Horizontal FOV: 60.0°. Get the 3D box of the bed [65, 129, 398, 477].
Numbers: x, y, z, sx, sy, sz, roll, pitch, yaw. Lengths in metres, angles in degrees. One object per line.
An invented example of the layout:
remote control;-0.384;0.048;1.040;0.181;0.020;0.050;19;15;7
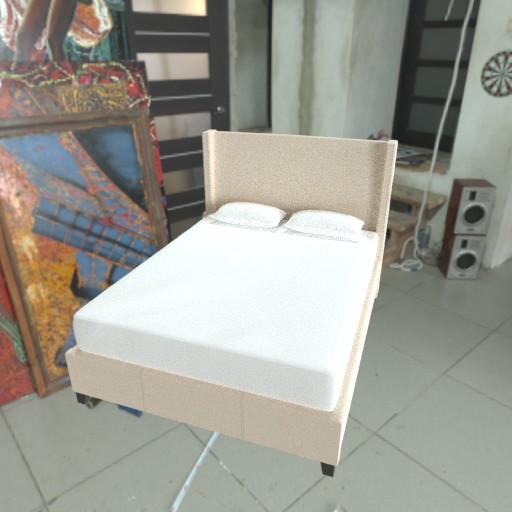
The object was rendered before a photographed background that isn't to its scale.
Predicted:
bed;0.000;0.000;3.394;1.778;1.471;2.293;8;26;18
